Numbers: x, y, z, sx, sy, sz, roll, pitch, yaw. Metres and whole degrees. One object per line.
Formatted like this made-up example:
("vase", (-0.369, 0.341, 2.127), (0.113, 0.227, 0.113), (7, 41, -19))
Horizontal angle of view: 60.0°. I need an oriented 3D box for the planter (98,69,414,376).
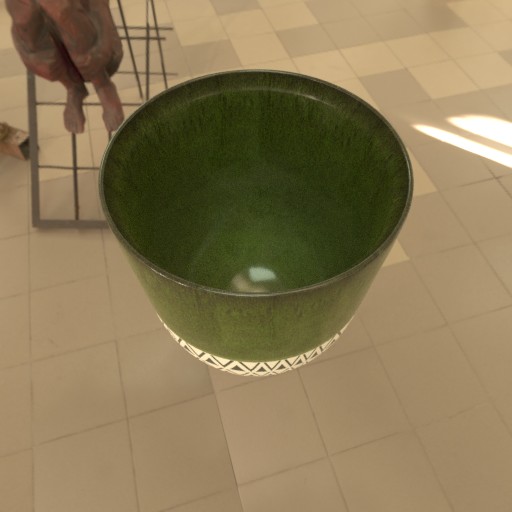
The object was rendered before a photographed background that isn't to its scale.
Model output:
("planter", (0.000, 0.000, 0.461), (0.245, 0.270, 0.245), (0, 56, 0))
